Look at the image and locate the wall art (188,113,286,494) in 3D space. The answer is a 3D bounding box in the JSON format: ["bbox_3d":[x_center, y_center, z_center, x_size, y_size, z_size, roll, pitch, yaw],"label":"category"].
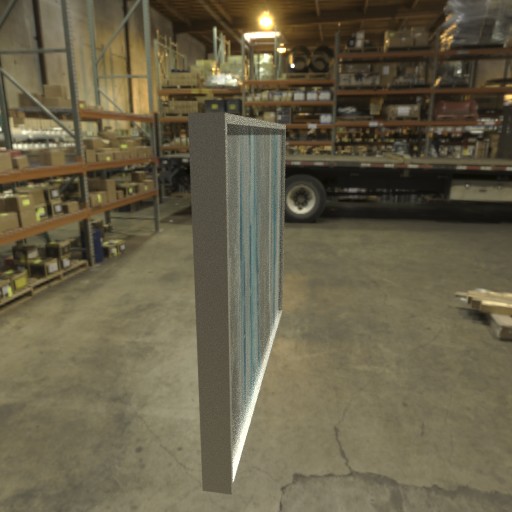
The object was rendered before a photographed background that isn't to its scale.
[{"bbox_3d":[0.000,0.000,1.378,0.066,0.801,1.056,3,16,9],"label":"wall art"}]
